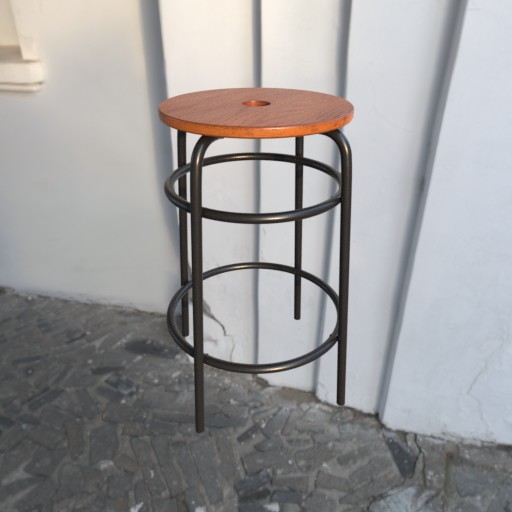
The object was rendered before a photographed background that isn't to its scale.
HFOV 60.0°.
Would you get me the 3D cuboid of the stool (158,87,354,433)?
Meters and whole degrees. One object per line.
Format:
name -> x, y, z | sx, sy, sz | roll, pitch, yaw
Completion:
stool -> 0.000, 0.000, 0.920 | 0.455, 0.610, 0.455 | 17, 34, 27
